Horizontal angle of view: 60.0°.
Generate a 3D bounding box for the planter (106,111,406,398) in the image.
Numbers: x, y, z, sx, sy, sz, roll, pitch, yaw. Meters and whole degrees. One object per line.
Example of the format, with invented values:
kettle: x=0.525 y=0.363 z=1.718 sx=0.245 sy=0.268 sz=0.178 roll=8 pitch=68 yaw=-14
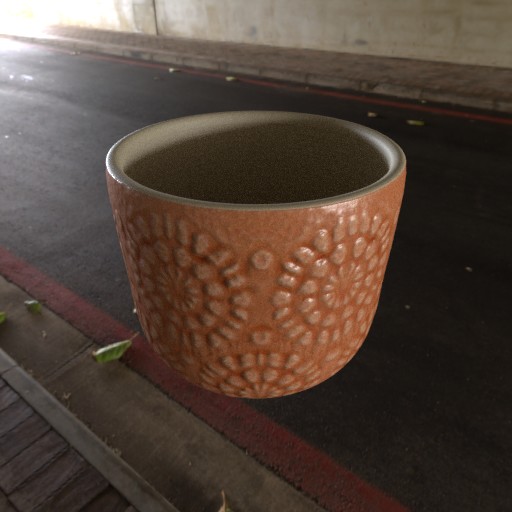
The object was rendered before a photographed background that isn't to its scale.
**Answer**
planter: x=0.000 y=0.000 z=0.216 sx=0.124 sy=0.109 sz=0.124 roll=0 pitch=32 yaw=0
